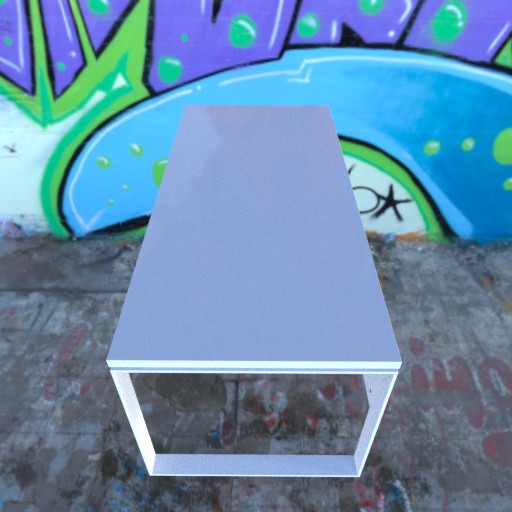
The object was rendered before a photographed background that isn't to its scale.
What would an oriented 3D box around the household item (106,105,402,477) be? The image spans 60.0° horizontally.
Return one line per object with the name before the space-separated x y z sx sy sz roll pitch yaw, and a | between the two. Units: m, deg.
household item | 0.000 0.000 2.081 0.800 0.745 1.700 0 42 0
